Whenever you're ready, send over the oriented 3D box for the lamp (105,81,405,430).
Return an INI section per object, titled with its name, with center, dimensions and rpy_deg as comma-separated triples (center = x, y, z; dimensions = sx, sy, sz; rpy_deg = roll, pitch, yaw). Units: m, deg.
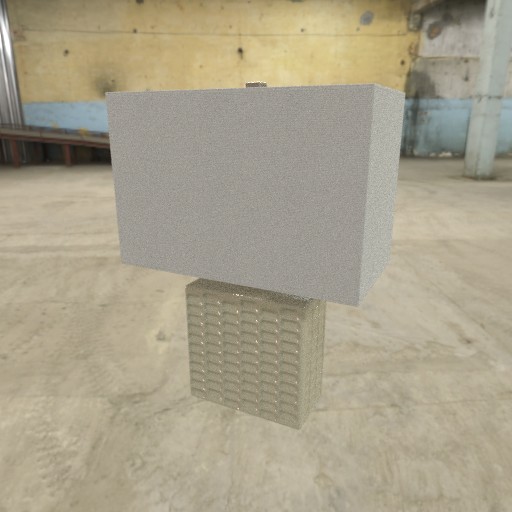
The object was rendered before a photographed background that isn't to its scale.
[lamp]
center = 0.000, 0.000, 0.704
dimensions = 0.380, 0.515, 0.200
rpy_deg = 8, 19, 25
